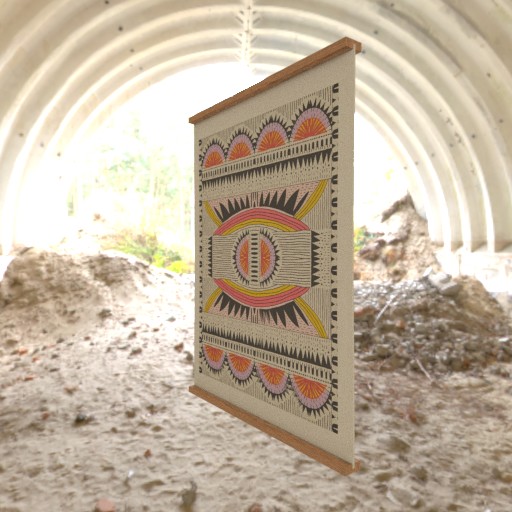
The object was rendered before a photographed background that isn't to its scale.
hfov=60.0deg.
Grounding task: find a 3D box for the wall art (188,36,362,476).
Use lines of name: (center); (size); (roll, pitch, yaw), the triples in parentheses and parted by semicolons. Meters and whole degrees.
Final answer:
wall art: (0.000, 0.000, 0.700); (0.028, 0.527, 0.403); (0, 1, -36)
